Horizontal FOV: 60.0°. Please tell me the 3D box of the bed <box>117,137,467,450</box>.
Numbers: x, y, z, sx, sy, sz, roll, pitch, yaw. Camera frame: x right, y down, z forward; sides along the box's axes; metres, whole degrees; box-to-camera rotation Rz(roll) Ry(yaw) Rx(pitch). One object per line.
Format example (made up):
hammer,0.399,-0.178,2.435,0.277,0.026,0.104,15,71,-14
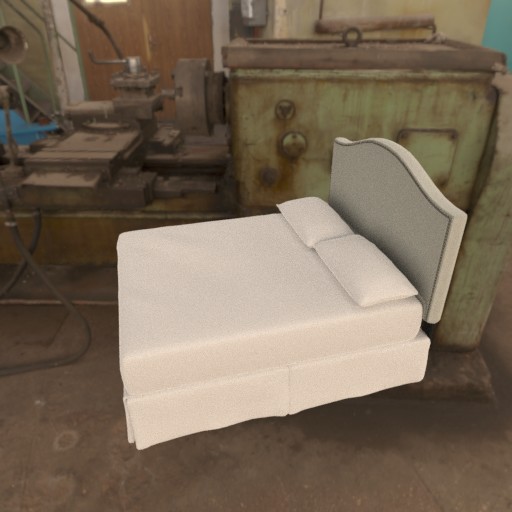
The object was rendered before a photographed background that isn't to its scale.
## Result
bed,0.000,0.000,3.414,2.180,1.607,1.813,-8,31,-13
